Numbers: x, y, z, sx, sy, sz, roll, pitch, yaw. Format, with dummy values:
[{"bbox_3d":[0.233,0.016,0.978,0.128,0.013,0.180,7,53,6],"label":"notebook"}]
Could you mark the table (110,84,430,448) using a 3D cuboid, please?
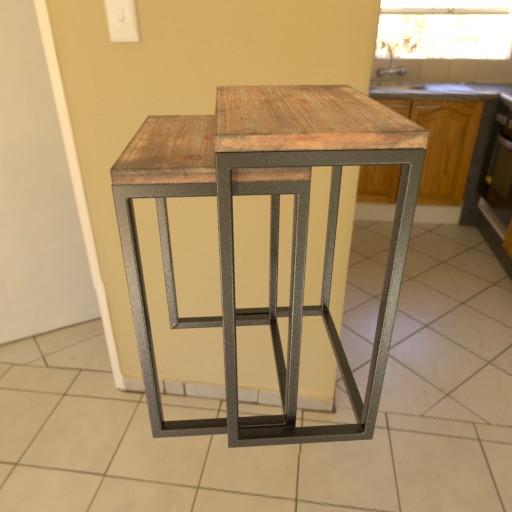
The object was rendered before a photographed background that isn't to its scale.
[{"bbox_3d":[0.000,0.000,0.930,0.460,0.615,0.456,-1,29,-1],"label":"table"}]
